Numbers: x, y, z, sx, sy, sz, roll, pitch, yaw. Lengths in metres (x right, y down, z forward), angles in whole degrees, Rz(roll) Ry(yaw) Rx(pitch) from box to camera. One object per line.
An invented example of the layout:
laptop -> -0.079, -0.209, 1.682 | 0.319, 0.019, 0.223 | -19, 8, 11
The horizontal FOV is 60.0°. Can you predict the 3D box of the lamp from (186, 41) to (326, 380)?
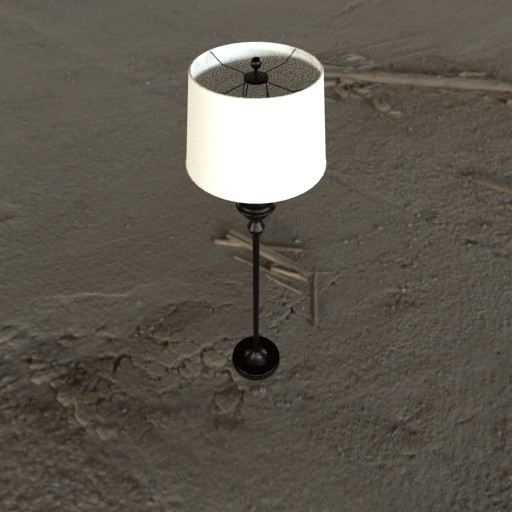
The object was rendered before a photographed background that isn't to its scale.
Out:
lamp -> 0.000, 0.000, 1.681 | 0.431, 1.484, 0.431 | 0, 46, 0
